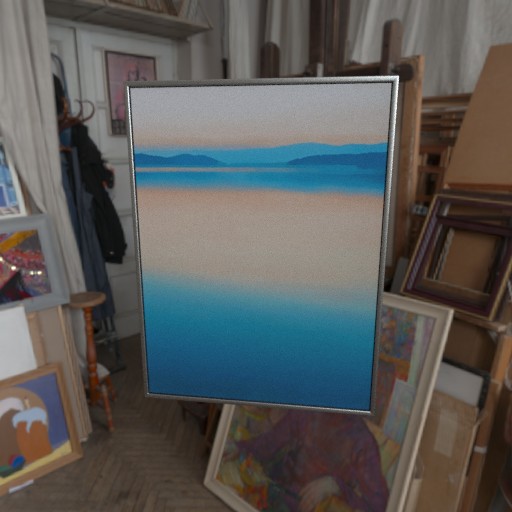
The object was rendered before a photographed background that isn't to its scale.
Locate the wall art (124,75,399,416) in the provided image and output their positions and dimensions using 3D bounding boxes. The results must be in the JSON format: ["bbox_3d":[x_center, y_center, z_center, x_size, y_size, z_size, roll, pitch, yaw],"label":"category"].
[{"bbox_3d":[0.000,0.000,1.420,0.801,1.062,0.037,2,14,8],"label":"wall art"}]
